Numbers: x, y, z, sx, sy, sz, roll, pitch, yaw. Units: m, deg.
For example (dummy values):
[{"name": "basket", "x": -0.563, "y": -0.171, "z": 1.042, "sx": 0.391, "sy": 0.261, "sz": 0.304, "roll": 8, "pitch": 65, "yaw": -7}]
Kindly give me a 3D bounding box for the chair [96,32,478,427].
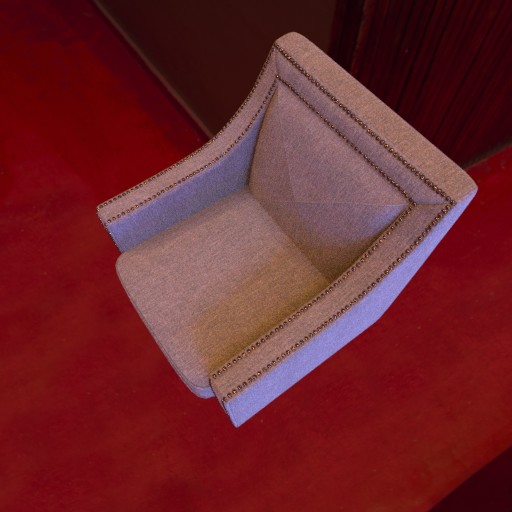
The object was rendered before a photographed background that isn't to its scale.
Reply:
[{"name": "chair", "x": 0.000, "y": 0.000, "z": 1.563, "sx": 0.884, "sy": 0.967, "sz": 0.776, "roll": -33, "pitch": 67, "yaw": -16}]
